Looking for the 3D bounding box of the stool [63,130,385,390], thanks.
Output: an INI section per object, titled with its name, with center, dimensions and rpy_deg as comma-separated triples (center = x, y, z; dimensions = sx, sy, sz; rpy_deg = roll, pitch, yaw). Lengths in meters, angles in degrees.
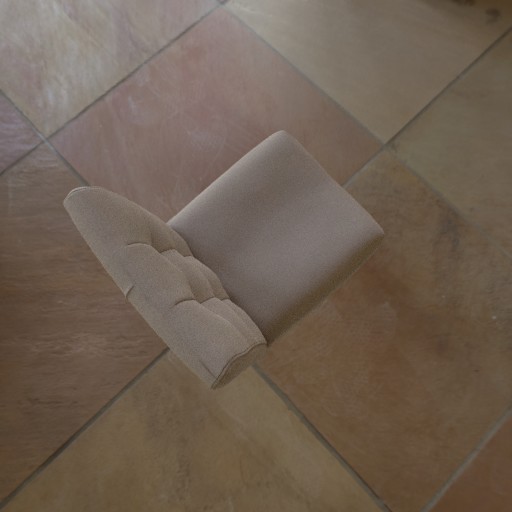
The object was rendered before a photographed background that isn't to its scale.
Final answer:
[stool]
center = 0.000, 0.000, 1.182
dimensions = 0.571, 0.885, 0.427
rpy_deg = -40, 78, -10
